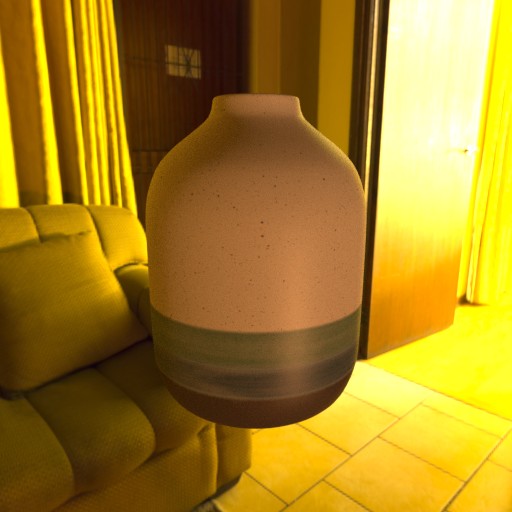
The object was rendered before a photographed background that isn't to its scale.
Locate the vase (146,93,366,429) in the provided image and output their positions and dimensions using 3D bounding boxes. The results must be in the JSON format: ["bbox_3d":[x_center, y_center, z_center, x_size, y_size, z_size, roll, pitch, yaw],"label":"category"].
[{"bbox_3d":[0.000,0.000,0.356,0.169,0.240,0.169,0,14,0],"label":"vase"}]
